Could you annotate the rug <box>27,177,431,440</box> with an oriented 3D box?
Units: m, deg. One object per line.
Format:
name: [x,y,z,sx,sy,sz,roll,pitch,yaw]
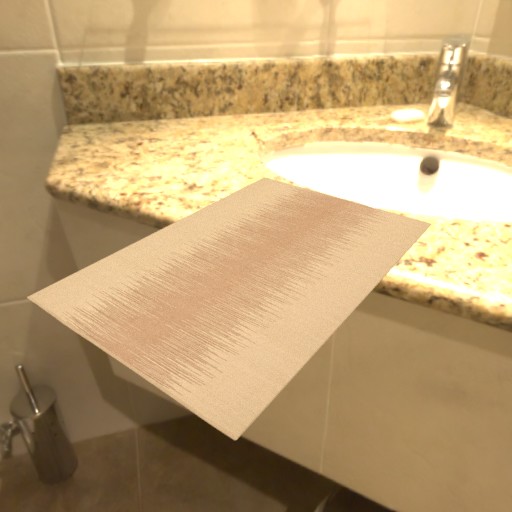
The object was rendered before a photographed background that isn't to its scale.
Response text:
rug: [0.000,0.000,2.331,1.234,0.006,1.850,22,38,31]
